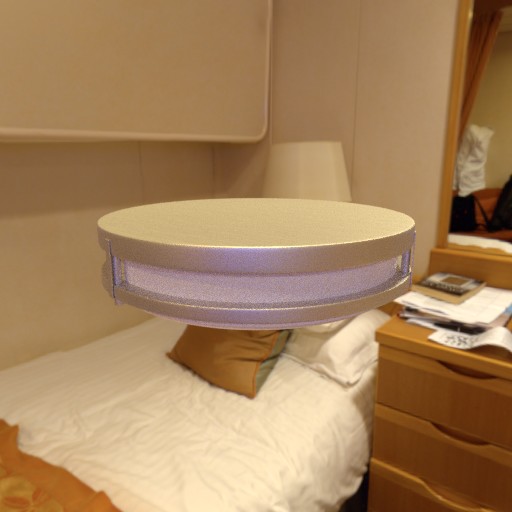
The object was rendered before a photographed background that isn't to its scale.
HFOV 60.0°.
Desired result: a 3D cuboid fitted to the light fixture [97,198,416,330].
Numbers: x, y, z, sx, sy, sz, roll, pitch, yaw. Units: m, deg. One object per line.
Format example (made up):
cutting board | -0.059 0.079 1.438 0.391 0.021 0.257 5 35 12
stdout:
light fixture | 0.000 0.000 0.535 0.356 0.102 0.356 0 14 0
